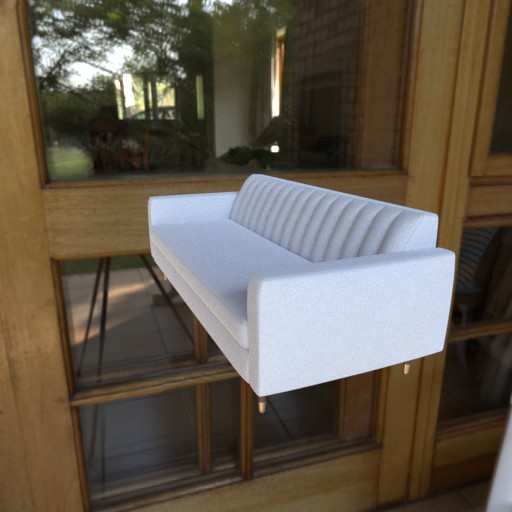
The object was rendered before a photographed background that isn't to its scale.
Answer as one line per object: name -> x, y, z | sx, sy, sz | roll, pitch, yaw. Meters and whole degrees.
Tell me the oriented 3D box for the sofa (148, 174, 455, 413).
sofa -> 0.000, 0.000, 2.818 | 0.990, 0.821, 2.291 | -7, 17, -22
